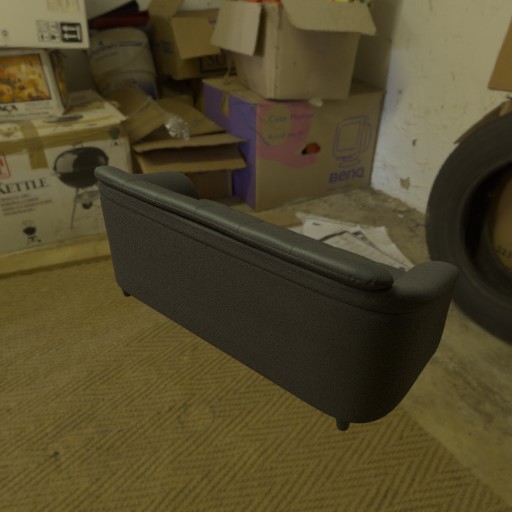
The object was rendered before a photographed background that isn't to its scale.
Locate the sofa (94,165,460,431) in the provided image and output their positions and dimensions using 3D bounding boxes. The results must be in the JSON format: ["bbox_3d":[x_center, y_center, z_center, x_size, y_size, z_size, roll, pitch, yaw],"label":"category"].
[{"bbox_3d":[0.000,0.000,2.254,1.829,0.811,0.800,23,38,33],"label":"sofa"}]
